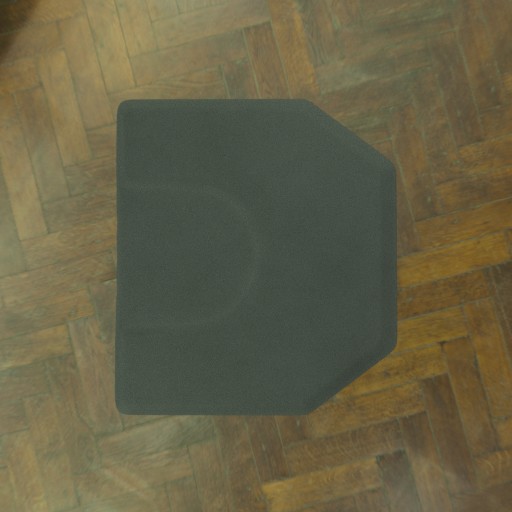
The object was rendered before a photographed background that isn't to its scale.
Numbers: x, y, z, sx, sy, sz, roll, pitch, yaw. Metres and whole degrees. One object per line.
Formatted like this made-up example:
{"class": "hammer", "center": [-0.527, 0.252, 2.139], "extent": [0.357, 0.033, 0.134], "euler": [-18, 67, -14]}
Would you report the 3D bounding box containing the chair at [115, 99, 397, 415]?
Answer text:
{"class": "chair", "center": [0.000, 0.000, 1.916], "extent": [1.219, 0.024, 1.372], "euler": [0, 89, 0]}
